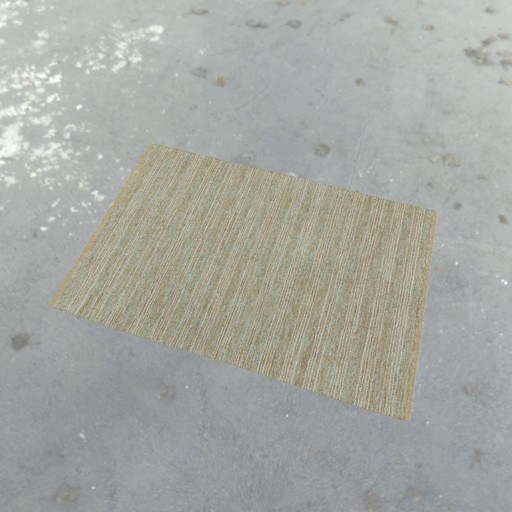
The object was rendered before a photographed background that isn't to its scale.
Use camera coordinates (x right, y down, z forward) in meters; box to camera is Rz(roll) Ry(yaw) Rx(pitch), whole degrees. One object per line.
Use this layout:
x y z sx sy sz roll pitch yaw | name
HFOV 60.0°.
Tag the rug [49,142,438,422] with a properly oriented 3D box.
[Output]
0.000 0.000 2.415 1.824 0.010 1.240 15 59 9 | rug
